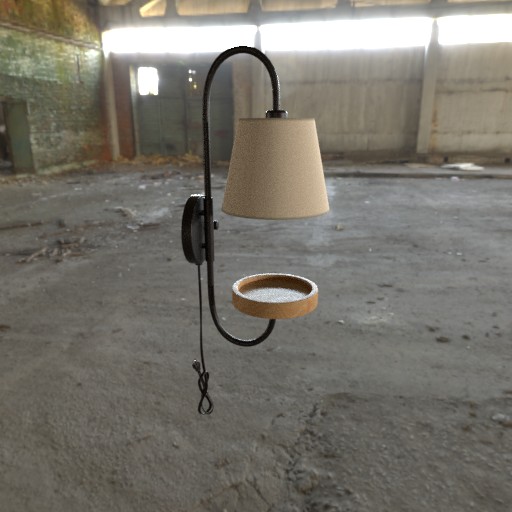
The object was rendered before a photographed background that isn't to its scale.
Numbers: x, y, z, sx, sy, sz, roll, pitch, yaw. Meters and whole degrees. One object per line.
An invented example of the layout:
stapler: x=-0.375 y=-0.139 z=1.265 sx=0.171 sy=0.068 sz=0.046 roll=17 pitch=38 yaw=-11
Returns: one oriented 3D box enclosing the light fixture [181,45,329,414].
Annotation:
light fixture: x=0.000 y=0.000 z=0.942 sx=0.299 sy=0.821 sz=0.220 roll=3 pitch=17 yaw=10
